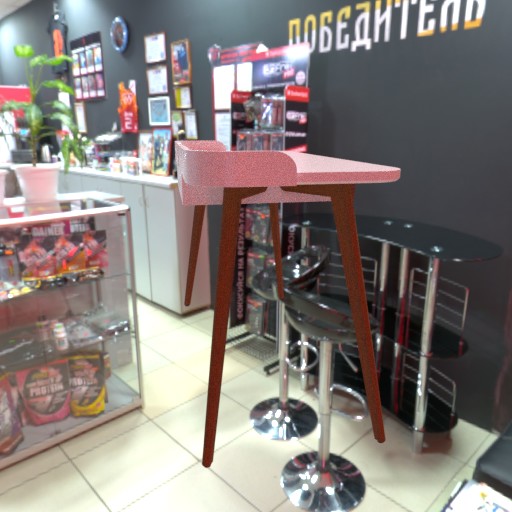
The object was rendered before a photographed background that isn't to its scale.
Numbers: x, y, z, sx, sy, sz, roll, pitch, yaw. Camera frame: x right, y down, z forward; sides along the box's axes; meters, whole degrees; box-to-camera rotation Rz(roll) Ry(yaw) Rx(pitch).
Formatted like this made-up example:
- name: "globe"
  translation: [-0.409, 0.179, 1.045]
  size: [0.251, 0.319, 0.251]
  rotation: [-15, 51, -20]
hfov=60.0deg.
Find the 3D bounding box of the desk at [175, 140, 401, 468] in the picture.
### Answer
- name: "desk"
  translation: [0.000, 0.000, 1.642]
  size: [0.534, 0.807, 1.206]
  rotation: [-3, 16, -11]
